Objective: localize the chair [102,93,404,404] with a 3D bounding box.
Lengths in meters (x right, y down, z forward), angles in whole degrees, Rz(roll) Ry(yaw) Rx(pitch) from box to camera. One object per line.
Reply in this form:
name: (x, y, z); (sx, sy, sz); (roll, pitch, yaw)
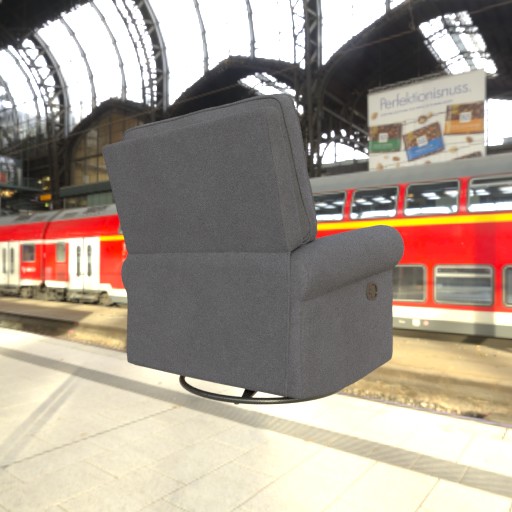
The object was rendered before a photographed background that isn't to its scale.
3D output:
chair: (0.000, 0.000, 1.698); (0.890, 0.961, 0.878); (0, -1, 36)
